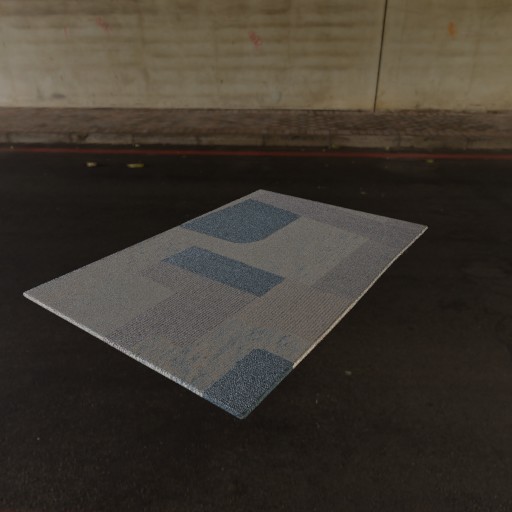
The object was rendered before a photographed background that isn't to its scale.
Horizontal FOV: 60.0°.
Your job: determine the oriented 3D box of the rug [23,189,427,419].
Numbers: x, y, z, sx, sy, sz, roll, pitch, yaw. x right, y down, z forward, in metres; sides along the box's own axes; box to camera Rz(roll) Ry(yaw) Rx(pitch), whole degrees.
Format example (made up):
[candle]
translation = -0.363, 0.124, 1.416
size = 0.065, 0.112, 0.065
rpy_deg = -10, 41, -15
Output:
[rug]
translation = 0.000, 0.000, 2.325
size = 1.238, 0.020, 1.847
rpy_deg = 18, 31, 32
